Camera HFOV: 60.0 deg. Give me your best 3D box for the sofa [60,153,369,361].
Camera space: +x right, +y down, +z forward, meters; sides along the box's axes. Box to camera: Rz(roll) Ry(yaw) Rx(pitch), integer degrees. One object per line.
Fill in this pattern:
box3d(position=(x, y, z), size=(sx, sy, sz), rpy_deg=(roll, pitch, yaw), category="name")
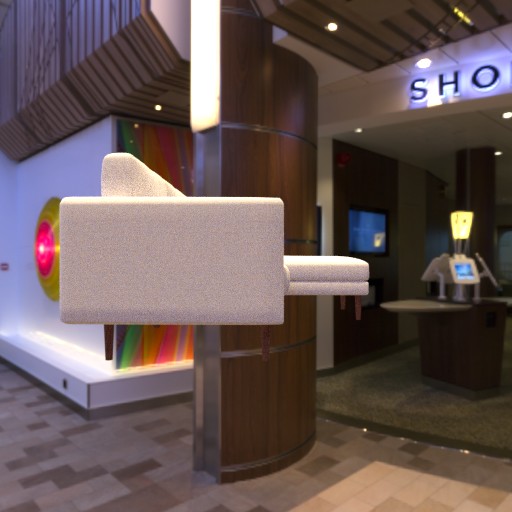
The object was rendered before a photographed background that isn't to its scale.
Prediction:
box3d(position=(0.000, 0.000, 2.775), size=(1.580, 0.899, 2.029), rpy_deg=(0, 0, 1), category="sofa")
